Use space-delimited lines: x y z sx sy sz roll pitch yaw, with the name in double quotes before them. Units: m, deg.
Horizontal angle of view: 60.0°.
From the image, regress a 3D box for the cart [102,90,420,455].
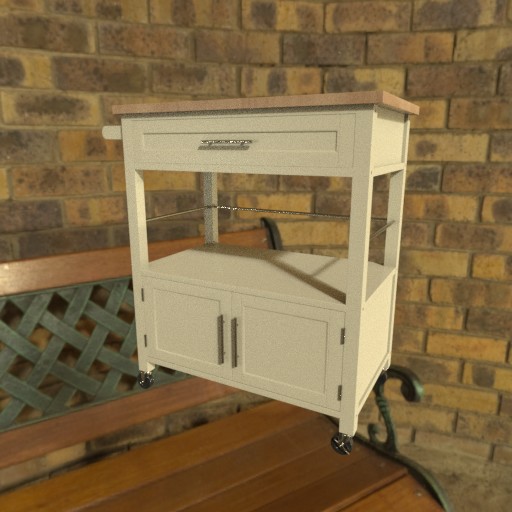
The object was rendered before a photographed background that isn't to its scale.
"cart" 0.000 0.000 1.405 0.840 0.901 0.459 8 16 27
